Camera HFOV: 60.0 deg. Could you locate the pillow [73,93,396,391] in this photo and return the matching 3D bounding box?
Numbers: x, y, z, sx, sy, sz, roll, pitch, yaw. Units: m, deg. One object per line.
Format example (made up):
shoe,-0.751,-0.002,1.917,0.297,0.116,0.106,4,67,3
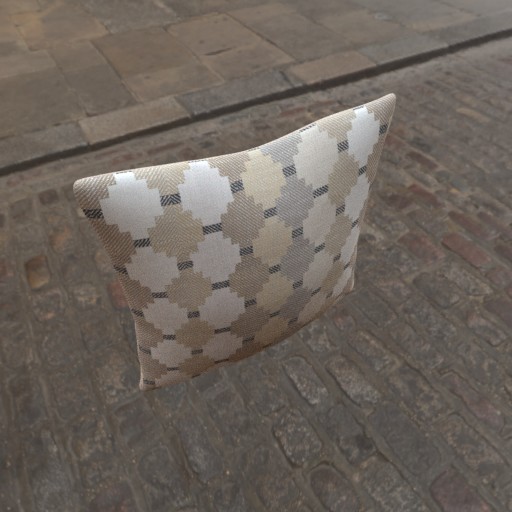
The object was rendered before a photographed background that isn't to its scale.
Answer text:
pillow,0.000,0.000,0.870,0.578,0.558,0.192,-23,50,-21
